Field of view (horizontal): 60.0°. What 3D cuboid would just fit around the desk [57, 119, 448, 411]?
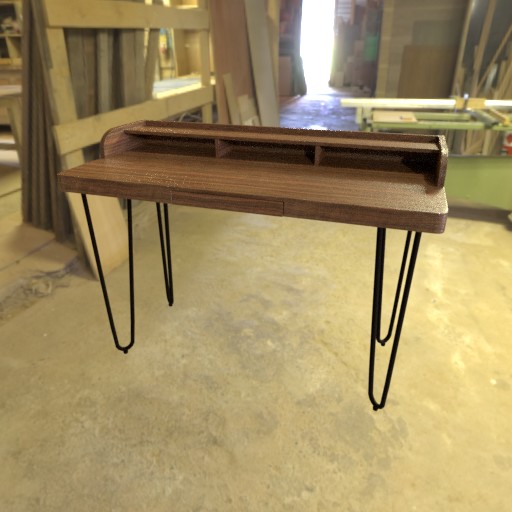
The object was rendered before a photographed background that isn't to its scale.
[{"bbox_3d":[0.000,0.000,1.657,1.200,0.854,0.565,8,27,16],"label":"desk"}]
